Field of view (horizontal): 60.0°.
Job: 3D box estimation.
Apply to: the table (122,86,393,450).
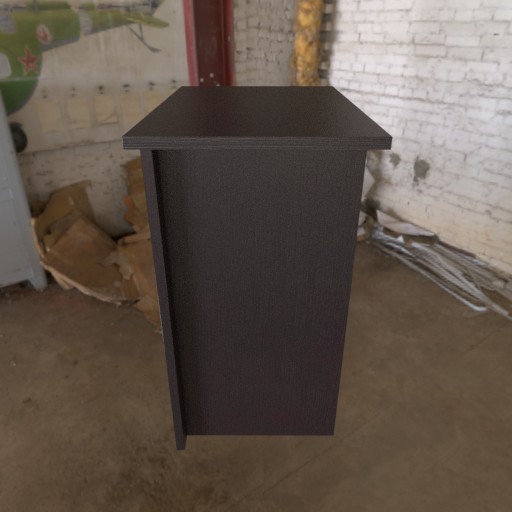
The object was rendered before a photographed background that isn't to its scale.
[{"bbox_3d":[0.000,0.000,1.085,0.408,0.711,0.589,0,28,0],"label":"table"}]
